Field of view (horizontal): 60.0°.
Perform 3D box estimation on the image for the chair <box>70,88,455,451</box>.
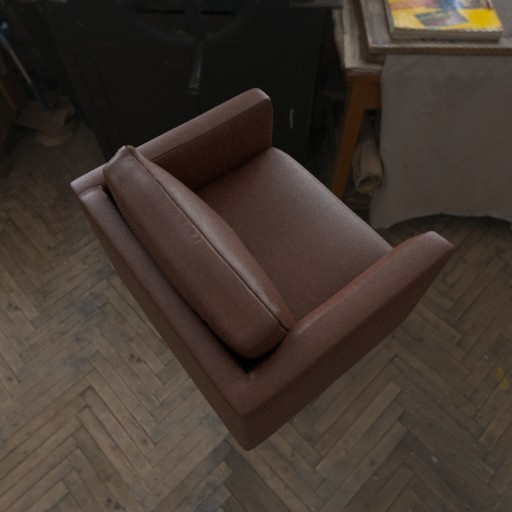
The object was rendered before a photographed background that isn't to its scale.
[{"bbox_3d":[0.000,0.000,1.829,0.959,0.917,1.107,-34,65,-19],"label":"chair"}]
